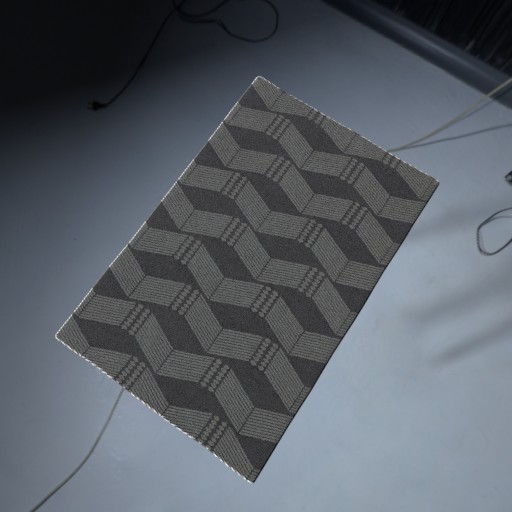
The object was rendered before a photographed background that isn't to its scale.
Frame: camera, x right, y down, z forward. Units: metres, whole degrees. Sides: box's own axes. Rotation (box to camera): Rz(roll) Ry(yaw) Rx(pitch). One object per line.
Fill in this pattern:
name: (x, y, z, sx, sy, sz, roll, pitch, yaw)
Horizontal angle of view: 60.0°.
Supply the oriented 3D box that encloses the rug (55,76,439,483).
rug: (0.000, 0.000, 2.332, 1.210, 0.016, 1.833, 33, 78, 8)
